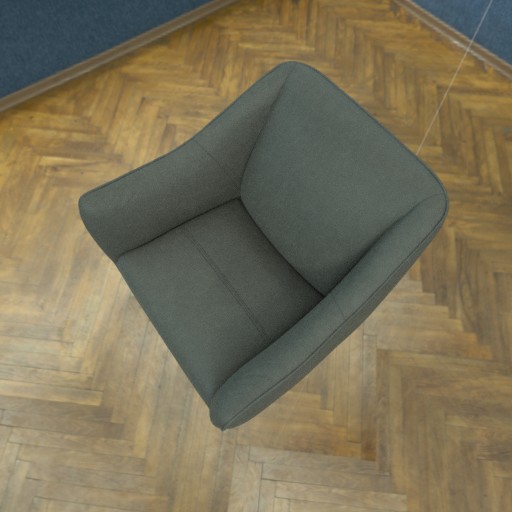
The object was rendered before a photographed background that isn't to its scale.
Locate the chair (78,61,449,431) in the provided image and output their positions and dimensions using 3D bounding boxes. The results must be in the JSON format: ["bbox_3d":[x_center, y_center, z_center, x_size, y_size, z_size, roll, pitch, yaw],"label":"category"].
[{"bbox_3d":[0.000,0.000,1.540,0.852,0.830,0.871,-33,68,-16],"label":"chair"}]
